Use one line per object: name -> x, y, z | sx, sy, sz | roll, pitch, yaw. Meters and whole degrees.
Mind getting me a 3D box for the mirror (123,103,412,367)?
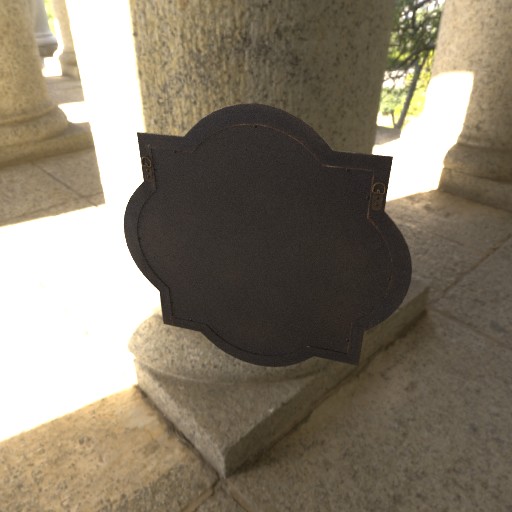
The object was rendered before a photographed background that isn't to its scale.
mirror -> 0.000, 0.000, 1.053 | 0.686, 0.686, 0.019 | 9, 33, 15
